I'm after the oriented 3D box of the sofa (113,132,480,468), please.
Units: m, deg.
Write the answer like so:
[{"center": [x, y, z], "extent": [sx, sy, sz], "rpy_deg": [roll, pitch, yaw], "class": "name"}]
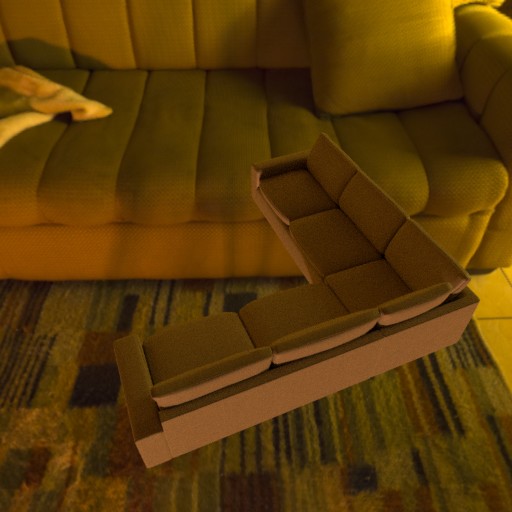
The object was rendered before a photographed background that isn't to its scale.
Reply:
[{"center": [0.000, 0.000, 4.065], "extent": [2.742, 0.800, 2.622], "rpy_deg": [-16, 47, -16], "class": "sofa"}]
